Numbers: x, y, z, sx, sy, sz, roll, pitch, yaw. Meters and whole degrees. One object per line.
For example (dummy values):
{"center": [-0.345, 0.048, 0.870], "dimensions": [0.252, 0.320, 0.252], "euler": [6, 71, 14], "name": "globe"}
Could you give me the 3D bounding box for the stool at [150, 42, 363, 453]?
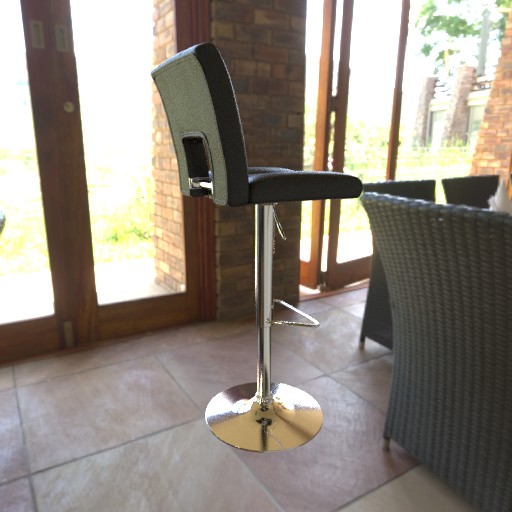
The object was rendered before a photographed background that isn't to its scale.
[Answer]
{"center": [0.000, 0.000, 1.409], "dimensions": [0.520, 1.151, 0.415], "euler": [-7, 16, -27], "name": "stool"}
